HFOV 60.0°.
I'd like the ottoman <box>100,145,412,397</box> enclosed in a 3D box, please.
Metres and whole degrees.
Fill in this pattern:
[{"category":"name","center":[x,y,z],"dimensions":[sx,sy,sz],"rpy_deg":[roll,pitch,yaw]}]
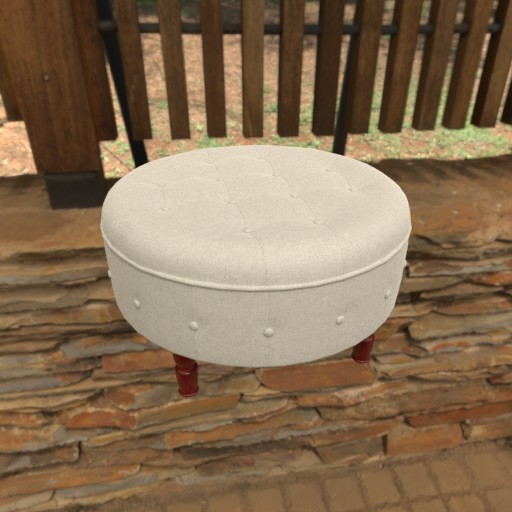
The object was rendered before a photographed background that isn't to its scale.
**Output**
[{"category":"ottoman","center":[0.000,0.000,1.346],"dimensions":[0.850,0.483,0.850],"rpy_deg":[0,30,0]}]
